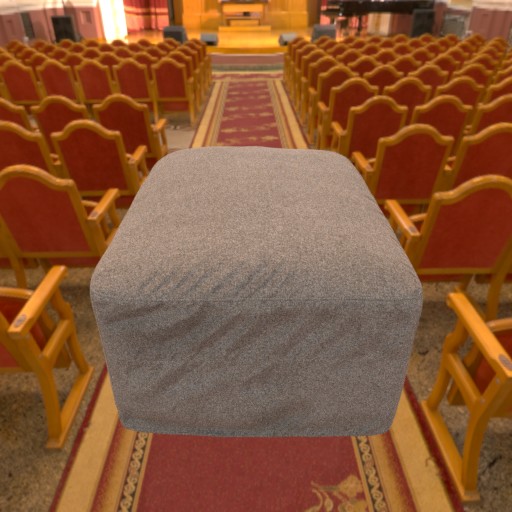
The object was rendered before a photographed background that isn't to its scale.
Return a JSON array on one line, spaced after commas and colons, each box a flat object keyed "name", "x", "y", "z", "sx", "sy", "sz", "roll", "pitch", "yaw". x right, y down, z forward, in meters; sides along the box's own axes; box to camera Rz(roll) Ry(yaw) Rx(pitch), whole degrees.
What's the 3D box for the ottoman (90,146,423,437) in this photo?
[{"name": "ottoman", "x": 0.000, "y": 0.000, "z": 1.254, "sx": 0.683, "sy": 0.481, "sz": 0.837, "roll": 0, "pitch": 32, "yaw": 0}]
